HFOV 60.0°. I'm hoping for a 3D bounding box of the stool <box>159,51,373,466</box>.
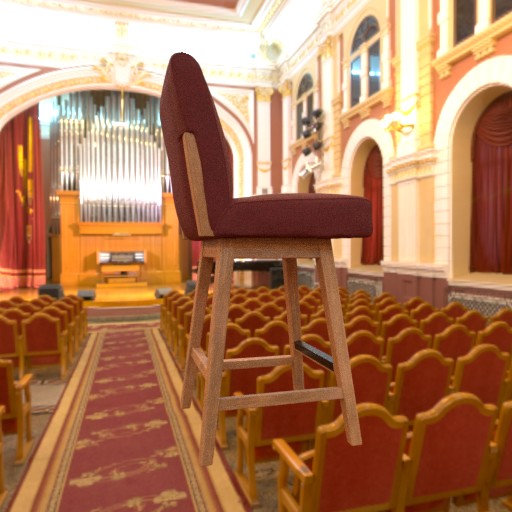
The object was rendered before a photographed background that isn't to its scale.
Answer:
[{"bbox_3d":[0.000,0.000,1.361,0.562,1.038,0.468,0,1,-16],"label":"stool"}]
